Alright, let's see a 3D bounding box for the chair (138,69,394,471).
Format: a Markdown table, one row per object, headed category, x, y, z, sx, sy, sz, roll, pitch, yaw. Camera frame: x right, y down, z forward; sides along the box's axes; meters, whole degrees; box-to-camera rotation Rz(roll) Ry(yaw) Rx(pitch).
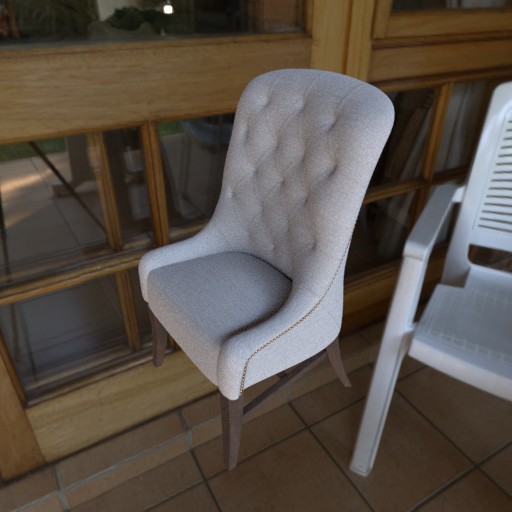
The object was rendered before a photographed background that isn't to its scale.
| category | x | y | z | sx | sy | sz | roll | pitch | yaw |
| --- | --- | --- | --- | --- | --- | --- | --- | --- | --- |
| chair | 0.000 | 0.000 | 1.471 | 0.629 | 1.091 | 0.634 | -21 | 37 | -30 |
